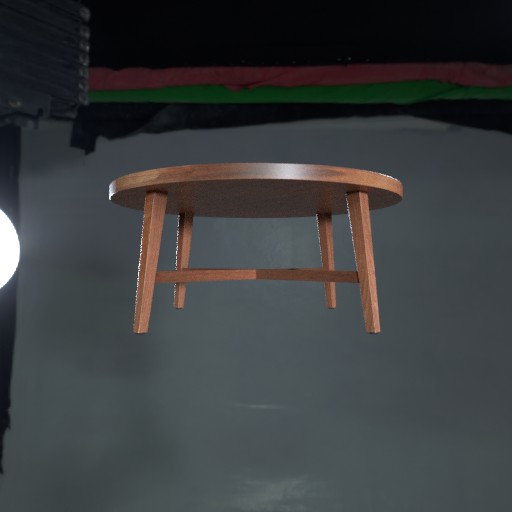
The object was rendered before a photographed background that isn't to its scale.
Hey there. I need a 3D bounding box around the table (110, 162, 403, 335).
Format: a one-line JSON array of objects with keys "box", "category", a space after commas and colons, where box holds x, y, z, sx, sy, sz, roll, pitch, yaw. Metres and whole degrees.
[{"box": [0.000, 0.000, 1.273, 0.800, 0.360, 0.800, 0, -1, 0], "category": "table"}]
